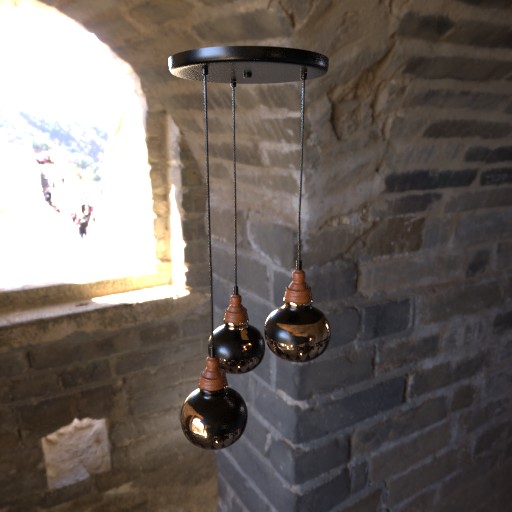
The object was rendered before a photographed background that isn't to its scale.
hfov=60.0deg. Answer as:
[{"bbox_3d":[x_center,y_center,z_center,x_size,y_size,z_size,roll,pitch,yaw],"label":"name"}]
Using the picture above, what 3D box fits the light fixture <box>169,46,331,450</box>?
[{"bbox_3d":[0.000,0.000,1.737,0.605,1.410,0.608,2,15,8],"label":"light fixture"}]
